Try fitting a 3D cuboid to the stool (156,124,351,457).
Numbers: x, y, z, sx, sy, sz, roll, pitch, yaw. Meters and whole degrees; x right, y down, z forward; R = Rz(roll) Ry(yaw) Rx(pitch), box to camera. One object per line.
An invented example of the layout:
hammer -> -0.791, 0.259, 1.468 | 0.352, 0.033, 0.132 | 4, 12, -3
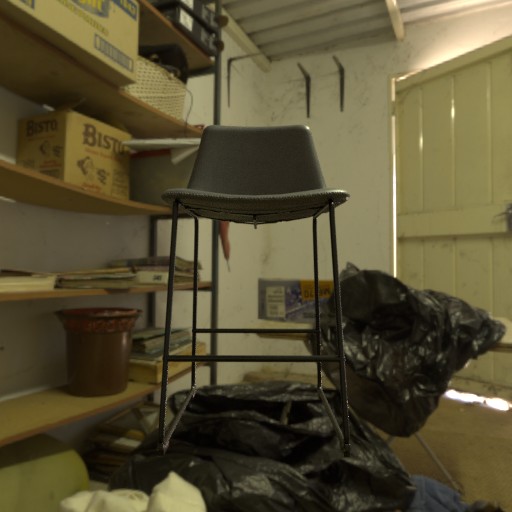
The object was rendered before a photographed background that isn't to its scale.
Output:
stool -> 0.000, 0.000, 1.224 | 0.470, 0.876, 0.546 | 0, -1, 1
